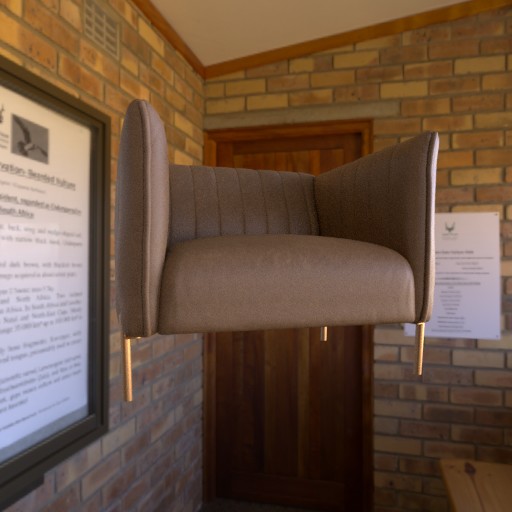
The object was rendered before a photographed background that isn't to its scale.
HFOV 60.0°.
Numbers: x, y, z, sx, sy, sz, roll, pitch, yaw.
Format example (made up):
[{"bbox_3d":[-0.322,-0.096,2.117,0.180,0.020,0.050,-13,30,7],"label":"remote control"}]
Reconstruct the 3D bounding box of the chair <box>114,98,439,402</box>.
[{"bbox_3d":[0.000,0.000,1.611,0.981,0.779,0.876,0,-1,-18],"label":"chair"}]
